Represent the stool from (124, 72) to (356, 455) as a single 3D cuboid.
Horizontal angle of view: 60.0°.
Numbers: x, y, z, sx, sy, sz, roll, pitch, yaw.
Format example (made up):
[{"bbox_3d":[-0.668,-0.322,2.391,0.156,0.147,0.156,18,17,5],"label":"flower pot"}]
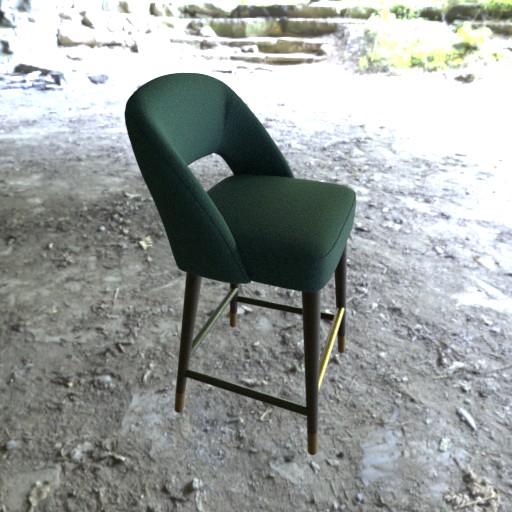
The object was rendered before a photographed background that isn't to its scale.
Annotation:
[{"bbox_3d":[0.000,0.000,1.259,0.522,0.939,0.536,10,32,17],"label":"stool"}]
